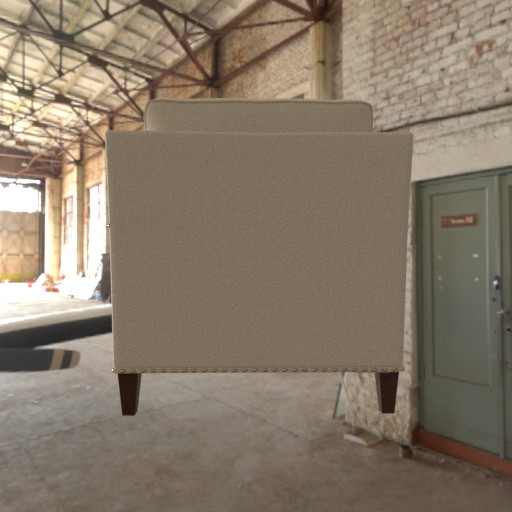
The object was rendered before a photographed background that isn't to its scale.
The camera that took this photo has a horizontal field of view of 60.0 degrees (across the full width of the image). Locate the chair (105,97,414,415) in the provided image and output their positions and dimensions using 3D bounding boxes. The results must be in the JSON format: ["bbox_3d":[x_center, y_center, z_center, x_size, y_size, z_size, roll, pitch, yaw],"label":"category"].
[{"bbox_3d":[0.000,0.000,1.697,0.853,0.943,1.014,0,-1,-1],"label":"chair"}]
